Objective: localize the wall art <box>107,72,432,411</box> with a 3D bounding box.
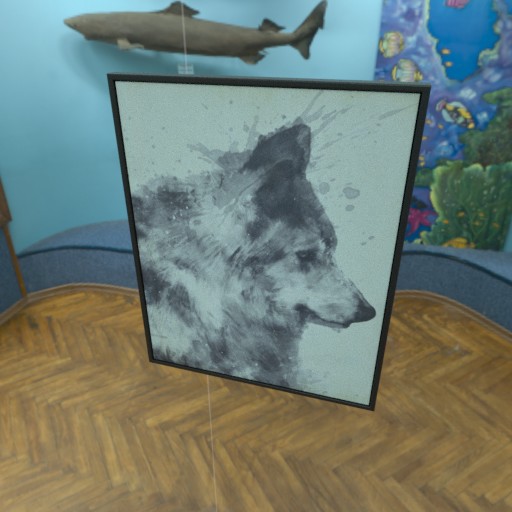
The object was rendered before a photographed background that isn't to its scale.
[{"bbox_3d":[0.000,0.000,0.734,0.451,0.551,0.028,8,29,15],"label":"wall art"}]
